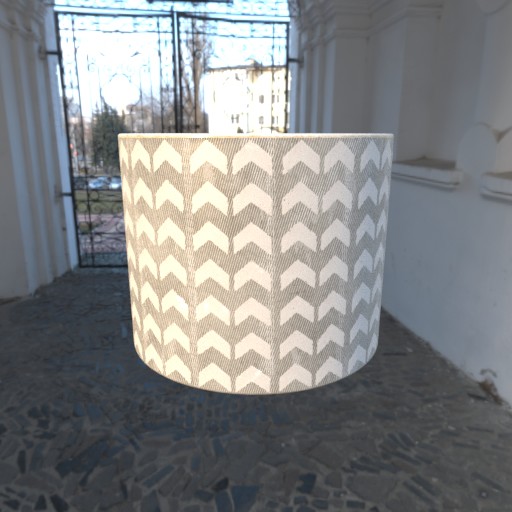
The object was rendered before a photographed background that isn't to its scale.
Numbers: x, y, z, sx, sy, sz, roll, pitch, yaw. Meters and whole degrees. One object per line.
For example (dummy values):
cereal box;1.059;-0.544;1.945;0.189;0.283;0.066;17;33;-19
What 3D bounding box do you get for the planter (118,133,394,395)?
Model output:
planter;0.000;0.000;0.342;0.190;0.181;0.190;0;15;0
